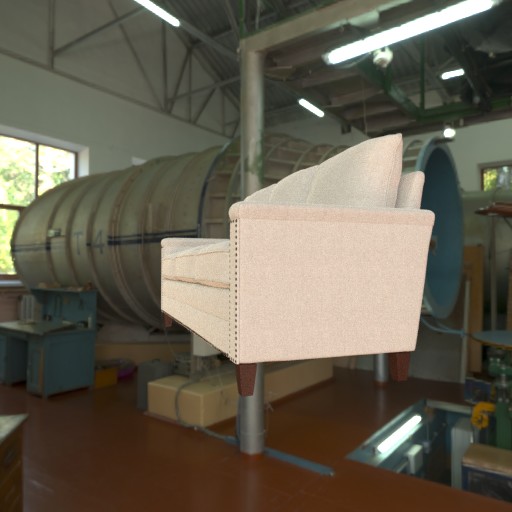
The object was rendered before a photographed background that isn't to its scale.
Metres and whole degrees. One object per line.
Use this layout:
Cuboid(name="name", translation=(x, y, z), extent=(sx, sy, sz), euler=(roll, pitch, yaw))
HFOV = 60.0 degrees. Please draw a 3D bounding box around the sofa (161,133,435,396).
Cuboid(name="sofa", translation=(0.000, 0.000, 2.427), extent=(0.828, 0.961, 1.925), euler=(1, -2, -19))
